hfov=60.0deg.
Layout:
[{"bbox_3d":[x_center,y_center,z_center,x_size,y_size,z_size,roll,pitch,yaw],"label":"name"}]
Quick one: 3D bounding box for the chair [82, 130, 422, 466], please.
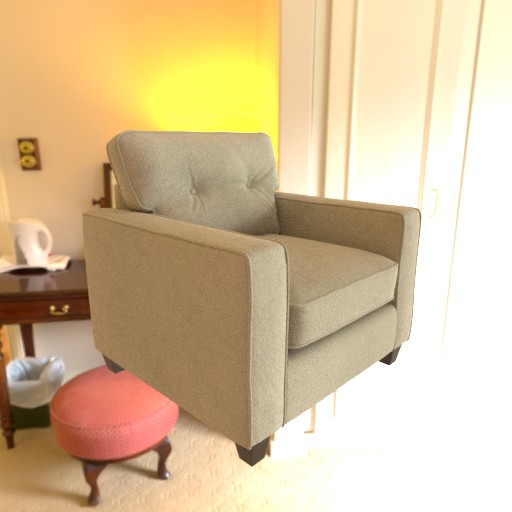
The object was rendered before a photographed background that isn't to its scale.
[{"bbox_3d":[0.000,0.000,1.768,0.939,0.965,1.015,14,20,42],"label":"chair"}]
